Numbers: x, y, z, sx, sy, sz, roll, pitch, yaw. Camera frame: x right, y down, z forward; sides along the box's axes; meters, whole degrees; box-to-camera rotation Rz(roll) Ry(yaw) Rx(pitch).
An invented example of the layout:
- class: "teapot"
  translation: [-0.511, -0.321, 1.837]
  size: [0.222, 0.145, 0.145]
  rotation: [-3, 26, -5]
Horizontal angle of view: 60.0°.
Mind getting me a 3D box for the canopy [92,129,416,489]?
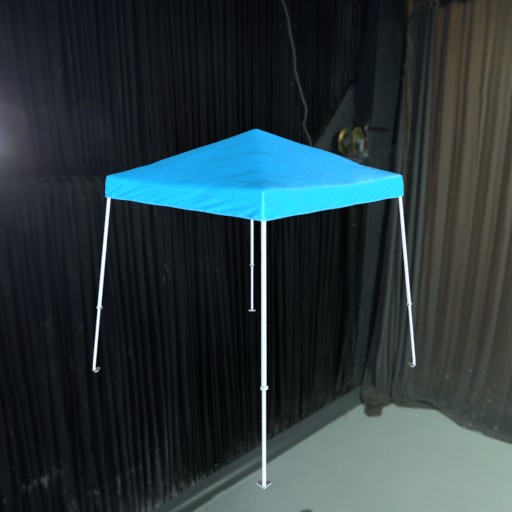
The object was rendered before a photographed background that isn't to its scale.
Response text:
- class: "canopy"
  translation: [0.000, 0.000, 5.164]
  size: [2.849, 2.849, 2.848]
  rotation: [13, 19, 42]
